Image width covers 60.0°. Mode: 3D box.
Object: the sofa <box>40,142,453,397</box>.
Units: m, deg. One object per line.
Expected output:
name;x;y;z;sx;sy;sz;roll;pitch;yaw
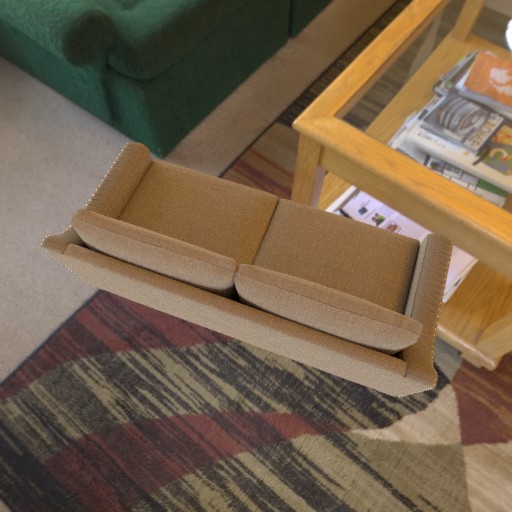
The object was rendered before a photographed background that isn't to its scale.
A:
sofa;0.000;0.000;2.745;2.208;0.857;1.000;18;64;9
